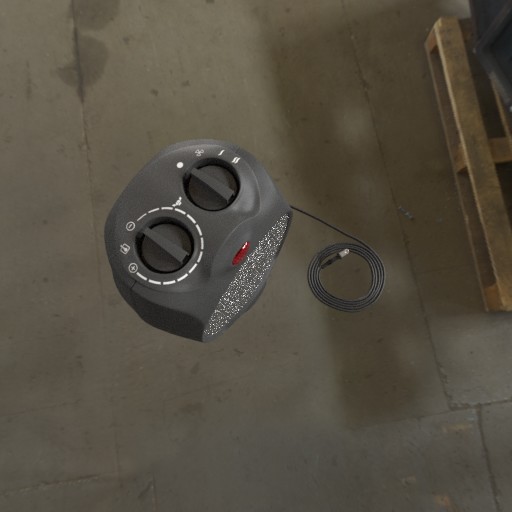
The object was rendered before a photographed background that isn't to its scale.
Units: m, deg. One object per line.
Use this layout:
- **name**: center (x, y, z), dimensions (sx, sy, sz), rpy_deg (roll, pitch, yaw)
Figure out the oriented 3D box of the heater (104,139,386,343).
- **heater**: center (0.000, 0.000, 0.463), dimensions (0.291, 0.240, 0.239), rpy_deg (34, 79, 7)
